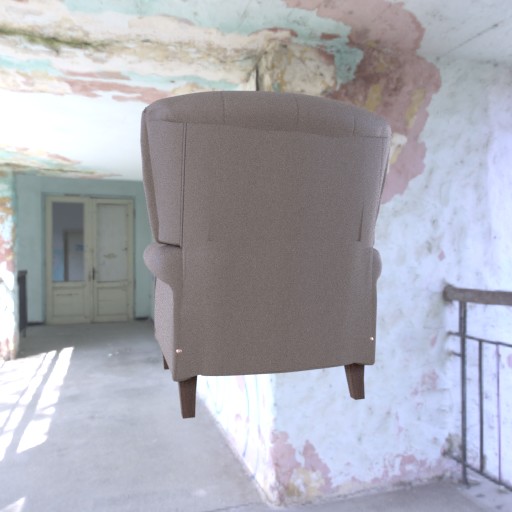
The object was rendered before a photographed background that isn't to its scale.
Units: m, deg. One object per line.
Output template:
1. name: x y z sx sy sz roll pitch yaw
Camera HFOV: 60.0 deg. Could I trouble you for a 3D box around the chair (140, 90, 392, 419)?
1. chair: 0.000 0.000 1.942 0.999 1.138 1.041 0 0 -17
